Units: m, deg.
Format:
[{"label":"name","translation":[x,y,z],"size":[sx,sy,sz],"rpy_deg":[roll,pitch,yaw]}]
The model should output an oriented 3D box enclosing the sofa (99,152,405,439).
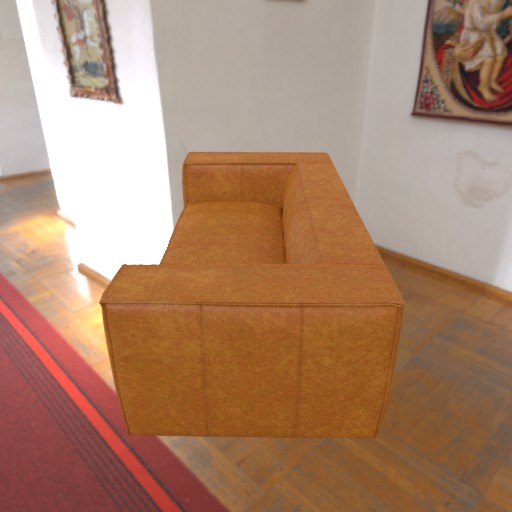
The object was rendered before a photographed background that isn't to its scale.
[{"label":"sofa","translation":[0.000,0.000,2.540],"size":[1.102,0.703,2.088],"rpy_deg":[0,27,1]}]
